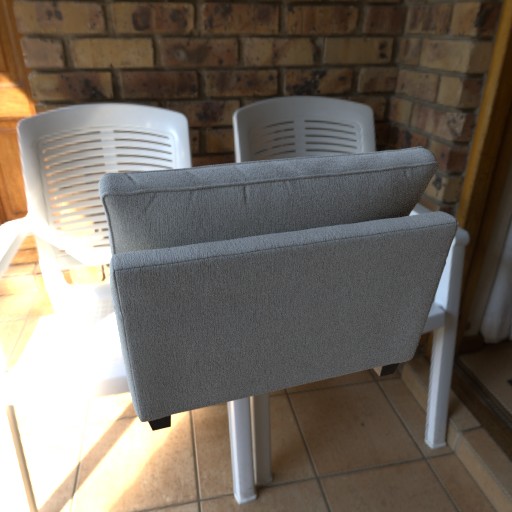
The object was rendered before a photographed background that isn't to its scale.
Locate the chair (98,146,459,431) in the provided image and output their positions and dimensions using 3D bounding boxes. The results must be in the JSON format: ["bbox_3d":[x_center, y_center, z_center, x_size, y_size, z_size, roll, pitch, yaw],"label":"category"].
[{"bbox_3d":[0.000,0.000,1.970,1.220,1.016,1.041,-8,28,-16],"label":"chair"}]
